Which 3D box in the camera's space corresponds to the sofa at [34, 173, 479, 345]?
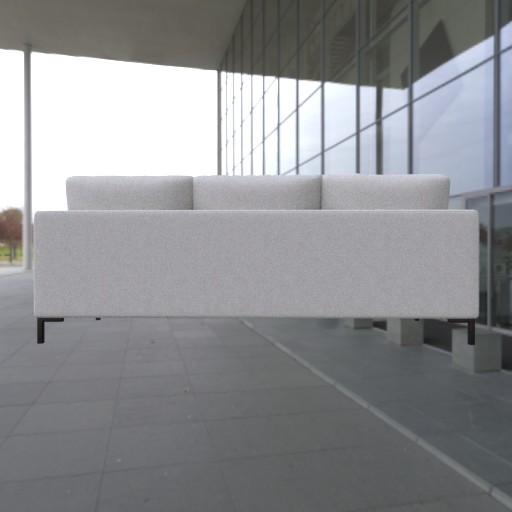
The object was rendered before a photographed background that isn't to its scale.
[{"bbox_3d":[0.000,0.000,2.610,2.218,0.874,0.859,0,0,1],"label":"sofa"}]
